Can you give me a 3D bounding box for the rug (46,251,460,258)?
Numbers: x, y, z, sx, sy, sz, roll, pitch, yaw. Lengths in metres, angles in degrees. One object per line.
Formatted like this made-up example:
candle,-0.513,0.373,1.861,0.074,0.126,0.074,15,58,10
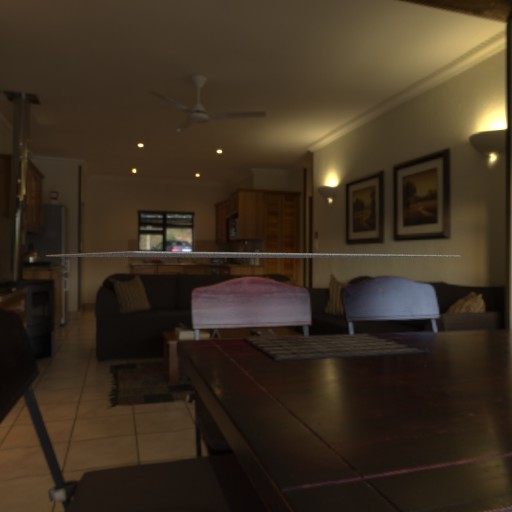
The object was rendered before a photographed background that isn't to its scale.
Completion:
rug,0.000,0.000,3.750,2.890,0.013,2.005,0,-1,-36
